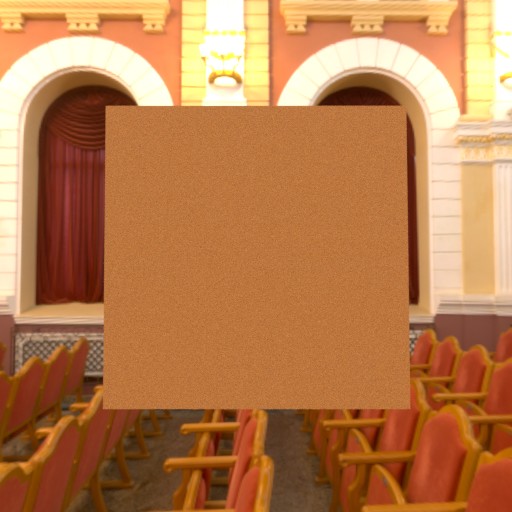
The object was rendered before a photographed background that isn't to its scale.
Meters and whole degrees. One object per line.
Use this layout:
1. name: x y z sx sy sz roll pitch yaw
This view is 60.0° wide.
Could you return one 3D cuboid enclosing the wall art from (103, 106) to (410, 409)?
1. wall art: 0.000 0.000 0.581 0.386 0.385 0.038 0 -2 0
